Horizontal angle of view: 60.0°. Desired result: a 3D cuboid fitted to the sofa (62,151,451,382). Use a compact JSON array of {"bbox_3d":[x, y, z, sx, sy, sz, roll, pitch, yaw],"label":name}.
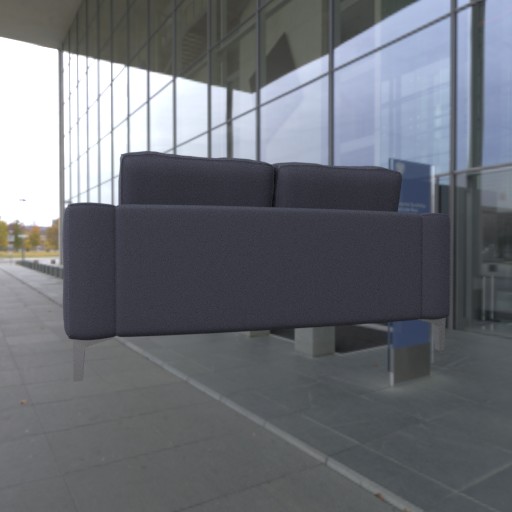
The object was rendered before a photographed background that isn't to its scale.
[{"bbox_3d":[0.000,0.000,2.221,1.726,0.893,0.833,0,1,-18],"label":"sofa"}]
